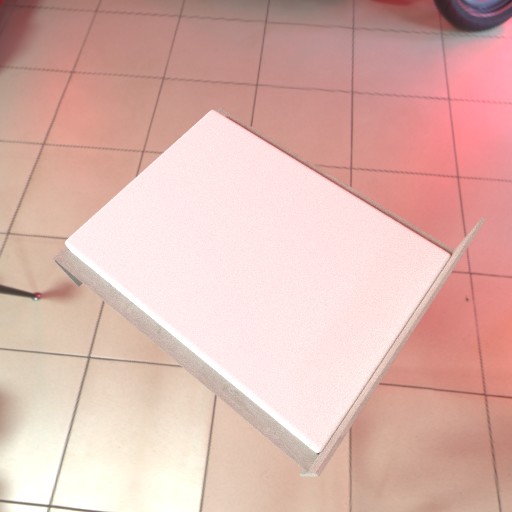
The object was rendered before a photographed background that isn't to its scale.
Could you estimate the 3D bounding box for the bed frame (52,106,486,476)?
[{"bbox_3d":[0.000,0.000,2.792,1.960,0.800,1.622,35,69,16],"label":"bed frame"}]
